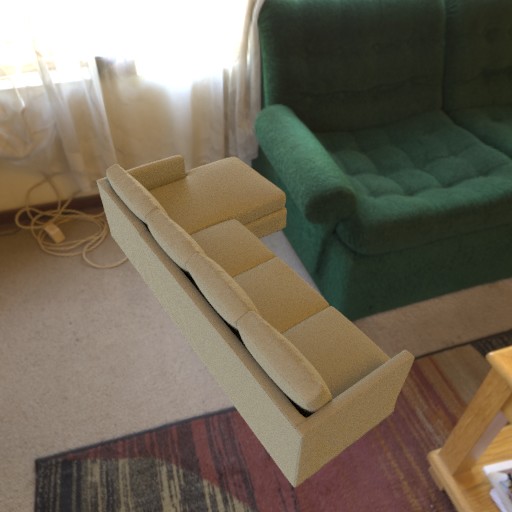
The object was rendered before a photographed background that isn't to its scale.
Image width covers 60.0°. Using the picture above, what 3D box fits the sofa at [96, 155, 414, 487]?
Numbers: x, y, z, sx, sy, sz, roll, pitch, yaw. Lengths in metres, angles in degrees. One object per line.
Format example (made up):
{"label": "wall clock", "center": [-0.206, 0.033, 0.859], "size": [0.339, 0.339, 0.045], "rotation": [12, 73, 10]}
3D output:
{"label": "sofa", "center": [0.000, 0.000, 3.865], "size": [1.622, 0.867, 3.177], "rotation": [-25, 47, -25]}
